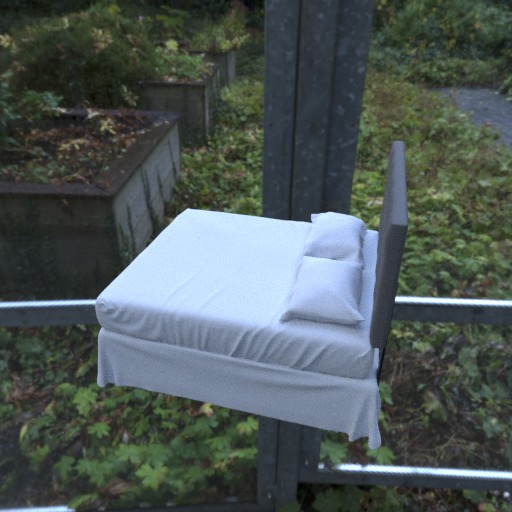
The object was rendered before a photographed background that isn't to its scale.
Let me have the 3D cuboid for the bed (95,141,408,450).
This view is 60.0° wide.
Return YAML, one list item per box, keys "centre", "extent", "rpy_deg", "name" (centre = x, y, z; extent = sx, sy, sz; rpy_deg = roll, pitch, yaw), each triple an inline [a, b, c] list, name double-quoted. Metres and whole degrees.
- centre: [0.000, 0.000, 3.545]
  extent: [2.222, 1.577, 1.936]
  rpy_deg: [8, 31, 13]
  name: "bed"
